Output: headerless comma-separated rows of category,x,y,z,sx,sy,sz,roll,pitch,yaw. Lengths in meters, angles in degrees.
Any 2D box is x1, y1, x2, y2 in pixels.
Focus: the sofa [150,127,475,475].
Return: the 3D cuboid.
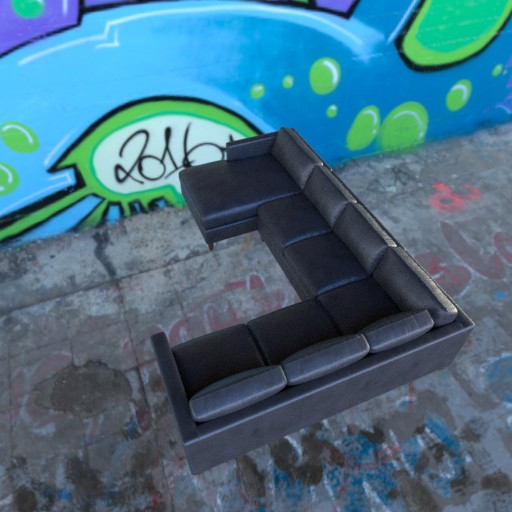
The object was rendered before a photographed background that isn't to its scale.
sofa,0.000,0.000,4.498,2.452,0.891,3.324,-17,49,-16
